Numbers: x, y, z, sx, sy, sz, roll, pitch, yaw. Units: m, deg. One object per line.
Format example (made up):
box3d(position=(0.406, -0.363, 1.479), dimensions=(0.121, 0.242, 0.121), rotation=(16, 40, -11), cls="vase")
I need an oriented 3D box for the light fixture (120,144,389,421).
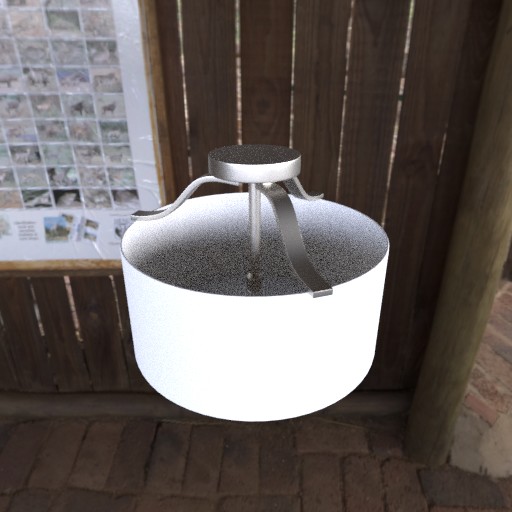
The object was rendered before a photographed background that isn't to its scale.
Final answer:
box3d(position=(0.000, 0.000, 0.662), dimensions=(0.395, 0.304, 0.395), rotation=(0, 25, 0), cls="light fixture")
